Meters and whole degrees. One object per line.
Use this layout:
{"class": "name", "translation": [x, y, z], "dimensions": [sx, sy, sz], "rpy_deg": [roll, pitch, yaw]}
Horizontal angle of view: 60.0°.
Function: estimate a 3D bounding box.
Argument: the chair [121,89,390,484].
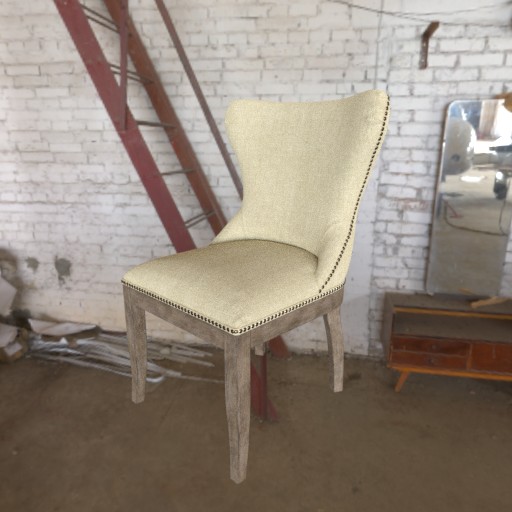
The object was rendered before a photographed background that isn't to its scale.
{"class": "chair", "translation": [0.000, 0.000, 1.432], "dimensions": [0.654, 1.002, 0.681], "rpy_deg": [15, 22, 43]}
